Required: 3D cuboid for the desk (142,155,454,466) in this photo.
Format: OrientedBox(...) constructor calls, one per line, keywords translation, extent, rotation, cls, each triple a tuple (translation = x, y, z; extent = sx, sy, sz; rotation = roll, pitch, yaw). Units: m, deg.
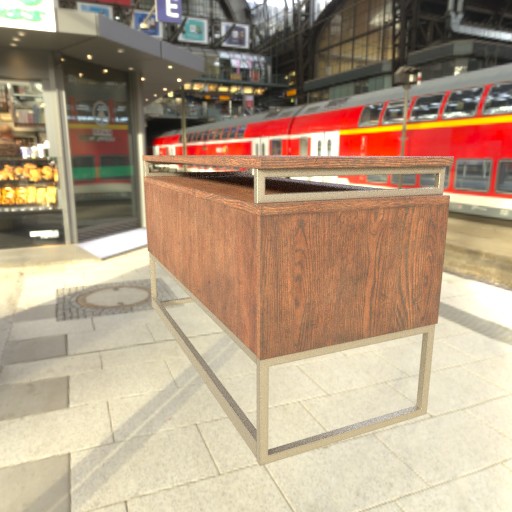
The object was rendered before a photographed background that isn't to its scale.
OrientedBox(translation=(0.000, 0.000, 1.798), extent=(0.610, 0.792, 1.384), rotation=(-6, 14, -24), cls="desk")
